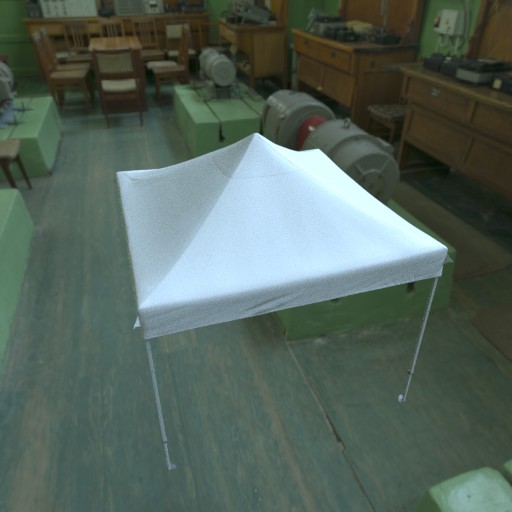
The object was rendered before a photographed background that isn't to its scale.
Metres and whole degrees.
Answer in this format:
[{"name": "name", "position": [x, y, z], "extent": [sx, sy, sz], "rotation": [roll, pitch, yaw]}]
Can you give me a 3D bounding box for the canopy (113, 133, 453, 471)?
[{"name": "canopy", "position": [0.000, 0.000, 5.350], "extent": [2.996, 2.998, 2.994], "rotation": [-10, 34, -15]}]
